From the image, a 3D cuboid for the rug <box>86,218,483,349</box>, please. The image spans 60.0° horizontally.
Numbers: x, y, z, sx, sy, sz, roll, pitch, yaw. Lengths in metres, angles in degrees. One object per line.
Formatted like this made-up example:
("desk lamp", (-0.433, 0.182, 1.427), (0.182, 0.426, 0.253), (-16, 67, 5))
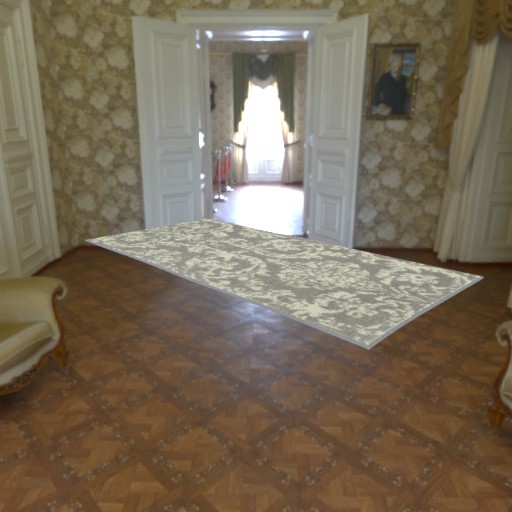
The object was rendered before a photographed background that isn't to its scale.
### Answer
("rug", (0.000, 0.000, 1.463), (0.604, 0.007, 1.219), (-15, 22, -43))
